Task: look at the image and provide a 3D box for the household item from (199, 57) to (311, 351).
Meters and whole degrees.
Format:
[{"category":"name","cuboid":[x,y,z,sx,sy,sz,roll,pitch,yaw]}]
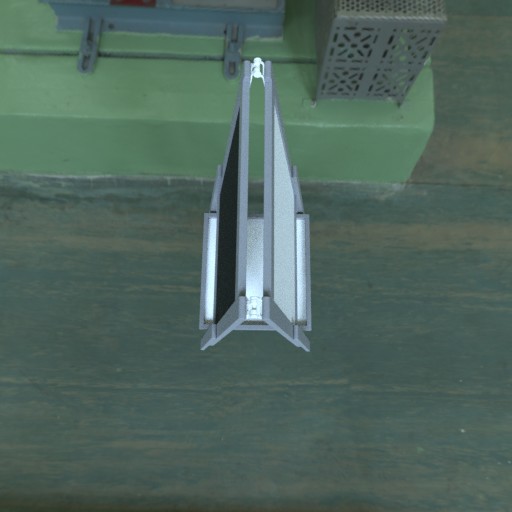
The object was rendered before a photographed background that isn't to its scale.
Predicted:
[{"category":"household item","cuboid":[0.000,0.000,1.402,0.469,1.172,0.531,1,75,0]}]
